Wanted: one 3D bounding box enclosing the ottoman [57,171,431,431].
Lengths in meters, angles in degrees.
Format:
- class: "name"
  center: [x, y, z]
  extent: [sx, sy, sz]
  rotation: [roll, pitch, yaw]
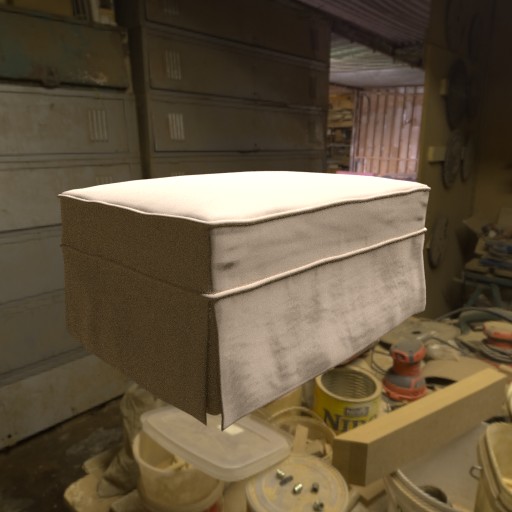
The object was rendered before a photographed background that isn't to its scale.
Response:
- class: "ottoman"
  center: [0.000, 0.000, 1.326]
  extent: [0.703, 0.479, 0.944]
  rotation: [13, 19, 43]
